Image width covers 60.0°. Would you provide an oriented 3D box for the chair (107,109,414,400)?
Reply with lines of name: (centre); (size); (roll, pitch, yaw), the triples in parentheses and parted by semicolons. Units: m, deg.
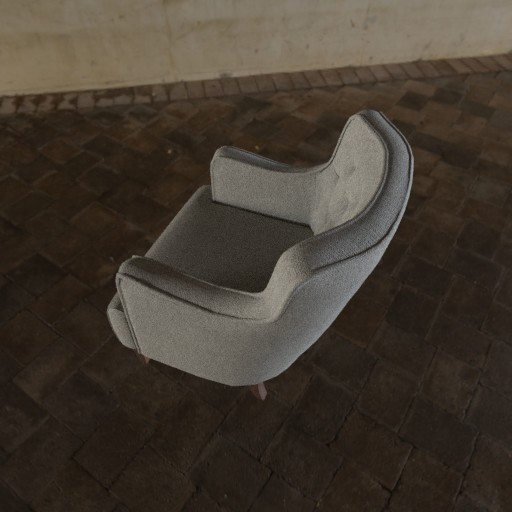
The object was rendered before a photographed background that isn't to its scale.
chair: (0.000, 0.000, 1.624); (0.910, 0.920, 0.820); (16, 49, 15)
